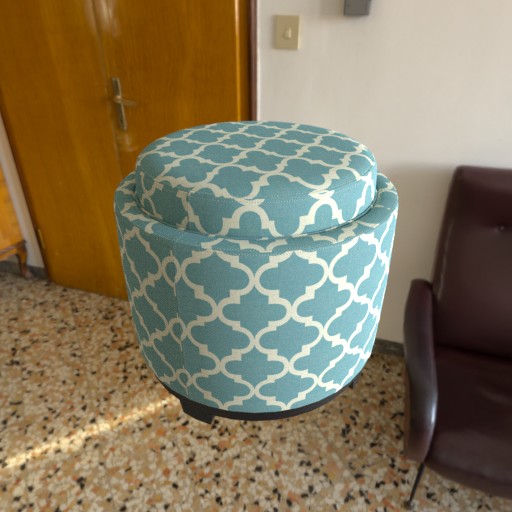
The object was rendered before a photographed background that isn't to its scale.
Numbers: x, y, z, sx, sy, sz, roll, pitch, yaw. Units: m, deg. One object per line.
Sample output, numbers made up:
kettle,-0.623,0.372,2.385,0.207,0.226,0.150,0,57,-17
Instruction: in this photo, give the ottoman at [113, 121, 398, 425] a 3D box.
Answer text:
ottoman,0.000,0.000,0.833,0.480,0.429,0.480,0,31,0
